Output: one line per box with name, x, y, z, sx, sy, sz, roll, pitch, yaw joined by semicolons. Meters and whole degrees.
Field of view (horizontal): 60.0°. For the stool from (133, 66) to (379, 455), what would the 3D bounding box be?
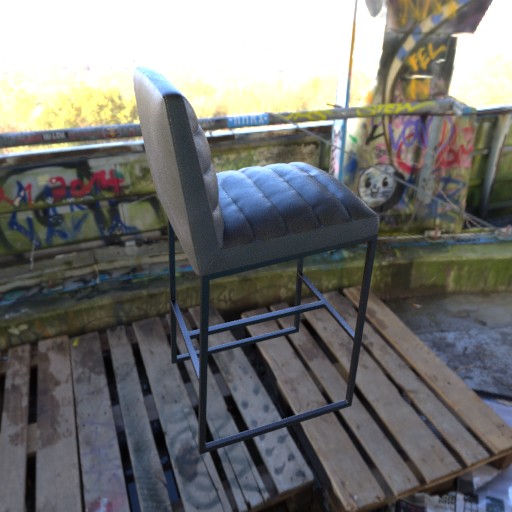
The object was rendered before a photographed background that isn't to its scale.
stool;0.000;0.000;1.354;0.562;1.065;0.463;-11;32;-18
